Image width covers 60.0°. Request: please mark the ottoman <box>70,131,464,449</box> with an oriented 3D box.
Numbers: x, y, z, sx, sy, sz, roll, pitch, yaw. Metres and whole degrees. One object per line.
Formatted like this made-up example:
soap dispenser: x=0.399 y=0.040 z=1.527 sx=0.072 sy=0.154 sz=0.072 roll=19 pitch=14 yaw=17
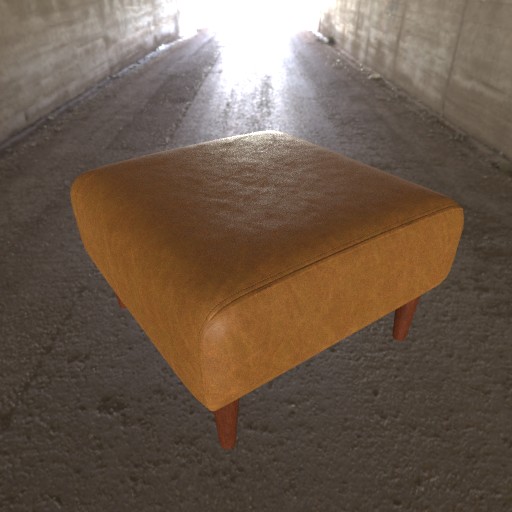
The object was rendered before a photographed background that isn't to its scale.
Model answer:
ottoman: x=0.000 y=0.000 z=1.052 sx=0.650 sy=0.399 sz=0.650 roll=-21 pitch=38 yaw=-29
